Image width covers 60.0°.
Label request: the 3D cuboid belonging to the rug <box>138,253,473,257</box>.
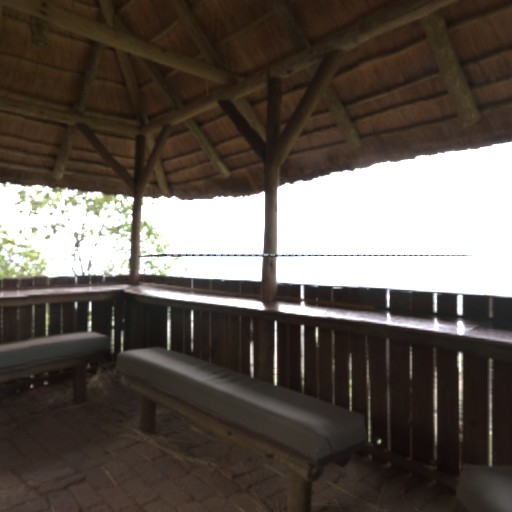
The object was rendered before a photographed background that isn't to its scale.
[{"bbox_3d":[0.000,0.000,3.160,1.524,0.010,2.438,0,0,-18],"label":"rug"}]
